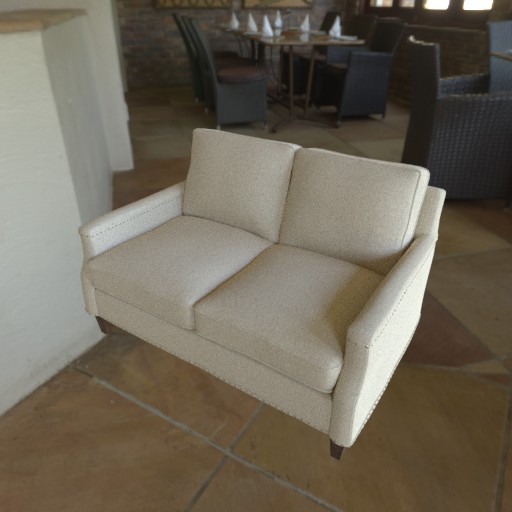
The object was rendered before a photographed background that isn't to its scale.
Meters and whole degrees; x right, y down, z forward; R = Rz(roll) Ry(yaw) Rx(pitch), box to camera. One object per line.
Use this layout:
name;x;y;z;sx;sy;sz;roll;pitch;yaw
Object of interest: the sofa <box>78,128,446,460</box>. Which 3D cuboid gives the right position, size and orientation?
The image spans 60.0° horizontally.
sofa;0.000;0.000;2.291;1.597;1.003;1.084;18;35;29
